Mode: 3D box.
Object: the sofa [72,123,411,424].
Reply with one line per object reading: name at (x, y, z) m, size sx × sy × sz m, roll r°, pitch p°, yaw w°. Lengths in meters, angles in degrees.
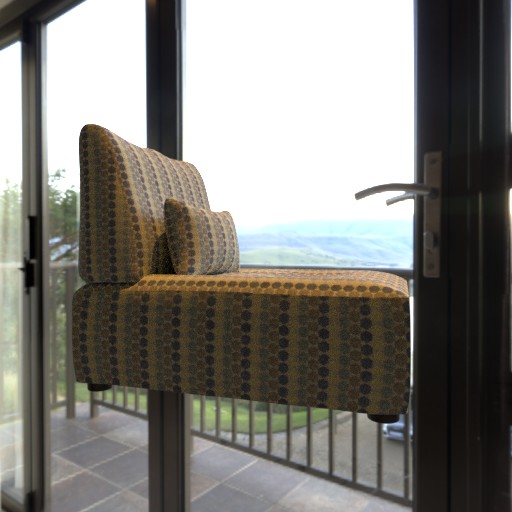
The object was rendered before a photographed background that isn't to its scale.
sofa at (0.000, 0.000, 1.531) m, size 1.000 × 0.820 × 0.700 m, roll 0°, pitch 1°, yaw 18°
